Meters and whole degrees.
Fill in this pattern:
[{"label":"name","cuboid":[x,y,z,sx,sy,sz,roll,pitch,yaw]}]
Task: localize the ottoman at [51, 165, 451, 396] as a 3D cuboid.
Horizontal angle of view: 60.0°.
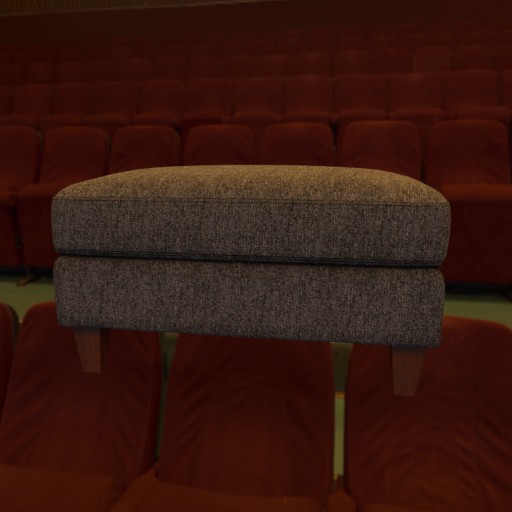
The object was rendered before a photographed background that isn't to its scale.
[{"label":"ottoman","cuboid":[0.000,0.000,1.207,0.864,0.483,0.584,2,14,8]}]
